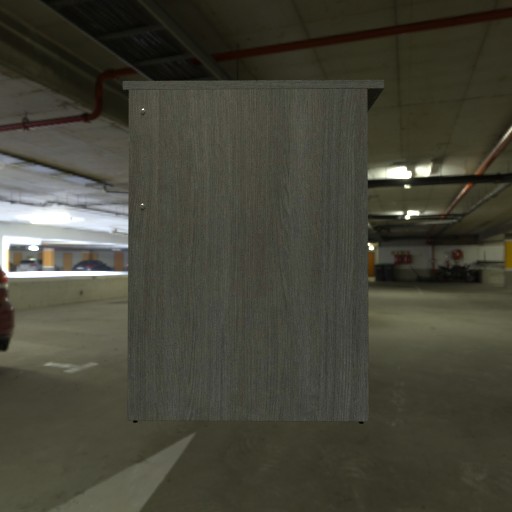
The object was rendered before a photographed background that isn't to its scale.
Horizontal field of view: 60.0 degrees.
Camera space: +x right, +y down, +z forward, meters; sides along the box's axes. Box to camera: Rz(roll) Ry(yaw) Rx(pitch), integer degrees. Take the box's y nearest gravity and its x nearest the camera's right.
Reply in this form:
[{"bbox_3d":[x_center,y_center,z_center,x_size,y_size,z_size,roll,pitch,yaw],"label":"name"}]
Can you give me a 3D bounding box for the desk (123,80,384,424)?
[{"bbox_3d":[0.000,0.000,1.488,0.560,0.730,1.096,0,-1,1],"label":"desk"}]
